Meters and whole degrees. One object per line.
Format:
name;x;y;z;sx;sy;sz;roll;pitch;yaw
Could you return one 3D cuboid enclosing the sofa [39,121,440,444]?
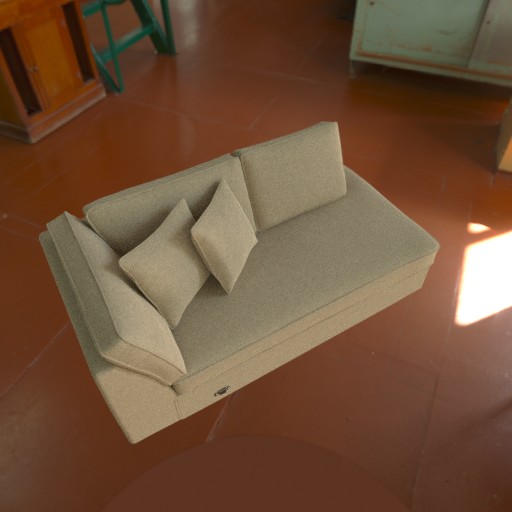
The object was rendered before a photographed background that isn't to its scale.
sofa;0.000;0.000;2.801;2.237;1.033;1.110;-24;51;-21
